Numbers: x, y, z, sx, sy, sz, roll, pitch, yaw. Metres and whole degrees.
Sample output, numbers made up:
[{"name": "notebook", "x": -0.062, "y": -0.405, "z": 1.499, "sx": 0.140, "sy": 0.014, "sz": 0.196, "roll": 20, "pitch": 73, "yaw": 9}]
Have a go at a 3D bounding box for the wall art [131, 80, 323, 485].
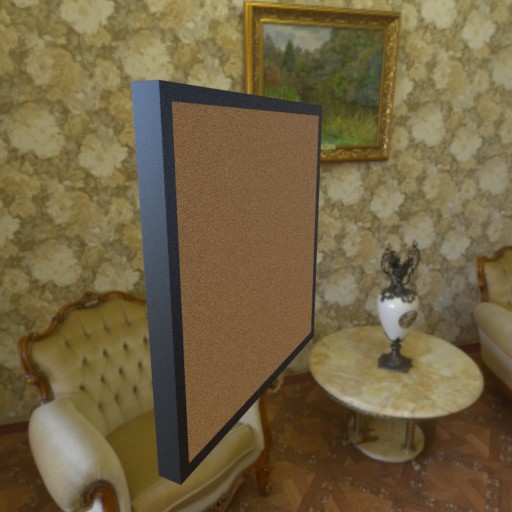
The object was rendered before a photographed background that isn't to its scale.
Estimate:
[{"name": "wall art", "x": 0.000, "y": 0.000, "z": 0.751, "sx": 0.038, "sy": 0.508, "sz": 0.508, "roll": 8, "pitch": 17, "yaw": 26}]
